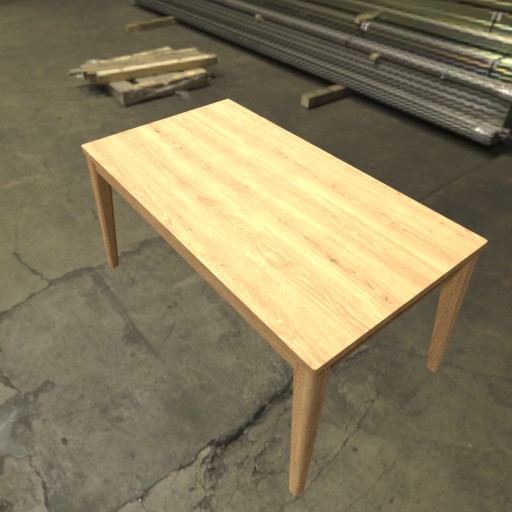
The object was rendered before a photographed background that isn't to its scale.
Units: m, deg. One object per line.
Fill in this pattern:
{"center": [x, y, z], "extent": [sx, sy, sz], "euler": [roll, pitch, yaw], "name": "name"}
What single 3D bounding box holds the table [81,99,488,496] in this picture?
{"center": [0.000, 0.000, 2.044], "extent": [0.900, 0.760, 1.600], "euler": [-28, 49, -27], "name": "table"}
